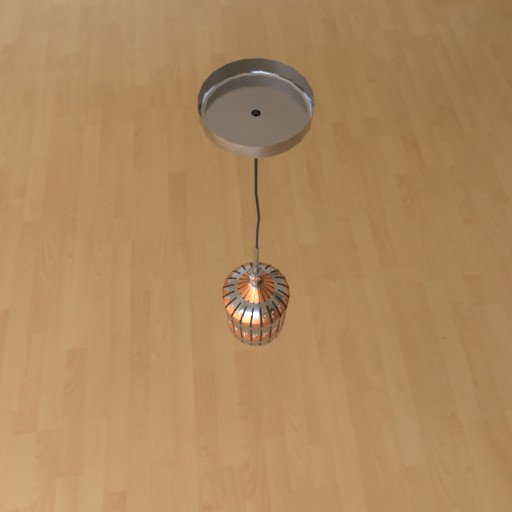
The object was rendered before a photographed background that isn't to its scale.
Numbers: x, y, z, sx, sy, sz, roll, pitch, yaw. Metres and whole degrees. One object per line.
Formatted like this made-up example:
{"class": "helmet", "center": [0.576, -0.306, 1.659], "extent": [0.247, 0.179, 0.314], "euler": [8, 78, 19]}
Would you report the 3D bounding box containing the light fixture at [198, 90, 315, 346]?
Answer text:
{"class": "light fixture", "center": [0.000, 0.000, 1.630], "extent": [0.303, 1.535, 0.303], "euler": [0, 65, 0]}
